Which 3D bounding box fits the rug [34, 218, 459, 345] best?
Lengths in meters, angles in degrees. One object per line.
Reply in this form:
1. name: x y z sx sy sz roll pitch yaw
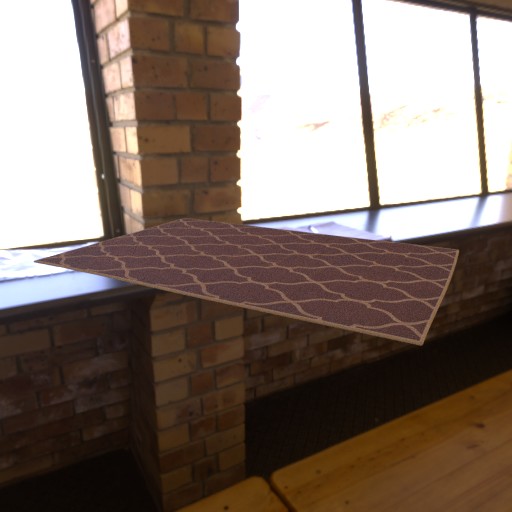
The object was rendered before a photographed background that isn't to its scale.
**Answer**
1. rug: 0.000 0.000 2.840 2.290 0.014 1.526 9 18 27
